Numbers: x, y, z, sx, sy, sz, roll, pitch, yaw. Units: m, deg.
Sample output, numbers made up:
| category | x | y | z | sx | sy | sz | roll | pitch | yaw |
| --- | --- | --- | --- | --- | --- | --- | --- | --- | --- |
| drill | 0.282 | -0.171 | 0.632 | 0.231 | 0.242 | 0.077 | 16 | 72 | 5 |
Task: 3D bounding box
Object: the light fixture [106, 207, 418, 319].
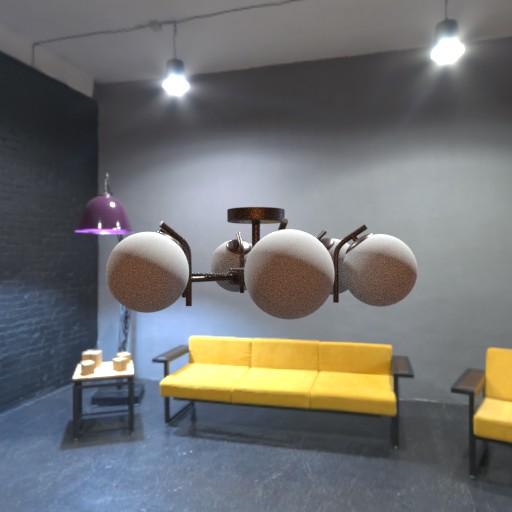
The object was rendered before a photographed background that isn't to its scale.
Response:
| category | x | y | z | sx | sy | sz | roll | pitch | yaw |
| --- | --- | --- | --- | --- | --- | --- | --- | --- | --- |
| light fixture | 0.000 | 0.000 | 0.967 | 0.662 | 0.201 | 0.662 | 0 | 0 | 0 |
